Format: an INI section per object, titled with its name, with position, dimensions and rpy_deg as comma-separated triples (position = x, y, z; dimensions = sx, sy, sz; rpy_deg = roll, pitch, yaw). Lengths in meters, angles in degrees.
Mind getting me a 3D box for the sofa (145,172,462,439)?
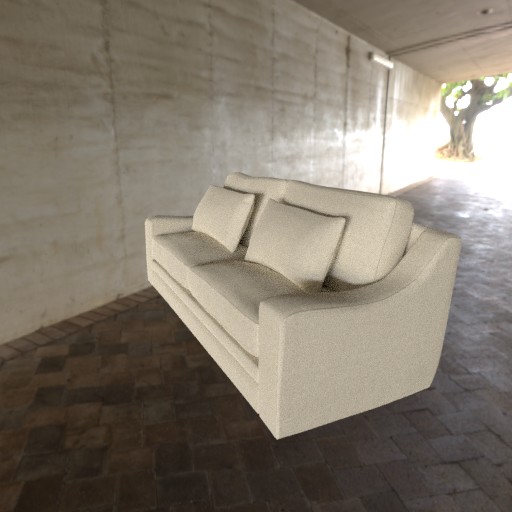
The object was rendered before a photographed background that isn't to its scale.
[sofa]
position = 0.000, 0.000, 3.034
dimensions = 1.009, 1.022, 2.470
rpy_deg = -7, 17, -25
